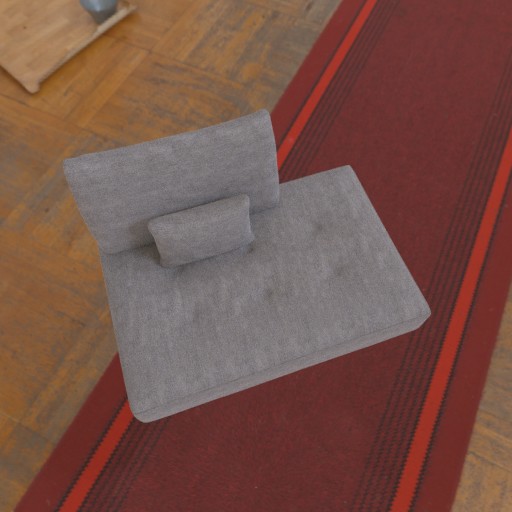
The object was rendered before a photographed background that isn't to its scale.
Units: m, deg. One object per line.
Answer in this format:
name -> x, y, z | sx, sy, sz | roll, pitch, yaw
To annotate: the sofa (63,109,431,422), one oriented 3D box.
sofa -> 0.000, 0.000, 2.068 | 1.450, 0.820, 1.002 | -17, 64, -9
